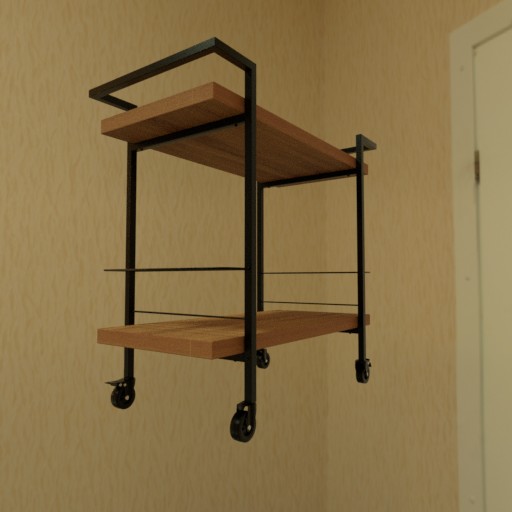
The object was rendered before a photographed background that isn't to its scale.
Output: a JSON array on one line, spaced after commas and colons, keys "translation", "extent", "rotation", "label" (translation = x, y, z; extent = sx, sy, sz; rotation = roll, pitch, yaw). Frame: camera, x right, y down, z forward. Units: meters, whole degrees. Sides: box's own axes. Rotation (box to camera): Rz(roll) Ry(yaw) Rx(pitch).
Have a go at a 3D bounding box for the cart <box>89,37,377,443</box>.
[{"translation": [0.000, 0.000, 1.238], "extent": [0.406, 0.762, 0.806], "rotation": [-2, -4, 36], "label": "cart"}]
